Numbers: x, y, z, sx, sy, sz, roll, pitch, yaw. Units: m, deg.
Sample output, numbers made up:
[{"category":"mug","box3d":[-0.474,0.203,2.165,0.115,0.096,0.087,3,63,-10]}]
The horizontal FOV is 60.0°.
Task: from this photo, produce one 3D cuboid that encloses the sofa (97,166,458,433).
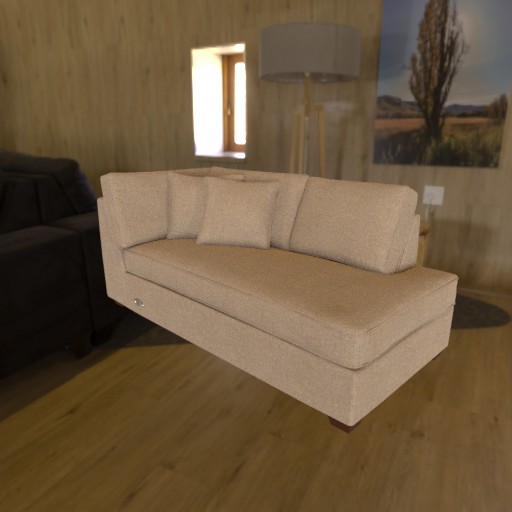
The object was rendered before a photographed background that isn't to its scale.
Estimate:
[{"category":"sofa","box3d":[0.000,0.000,2.898,2.238,1.019,1.110,16,23,42]}]
